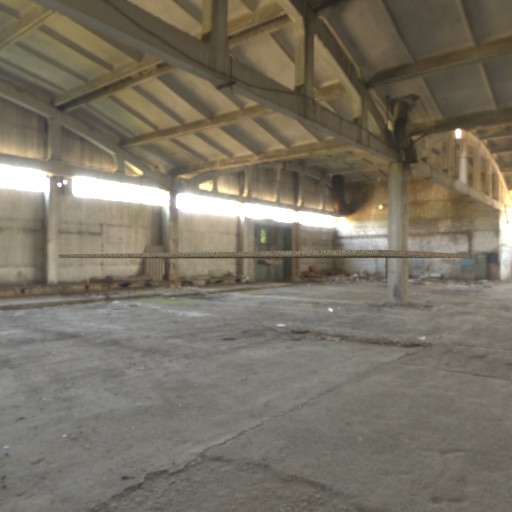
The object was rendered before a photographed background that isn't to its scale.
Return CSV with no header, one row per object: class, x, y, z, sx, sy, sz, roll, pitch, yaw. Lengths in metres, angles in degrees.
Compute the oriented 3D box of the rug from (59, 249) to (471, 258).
rug,0.000,0.000,2.988,2.346,0.025,1.500,0,-1,38
